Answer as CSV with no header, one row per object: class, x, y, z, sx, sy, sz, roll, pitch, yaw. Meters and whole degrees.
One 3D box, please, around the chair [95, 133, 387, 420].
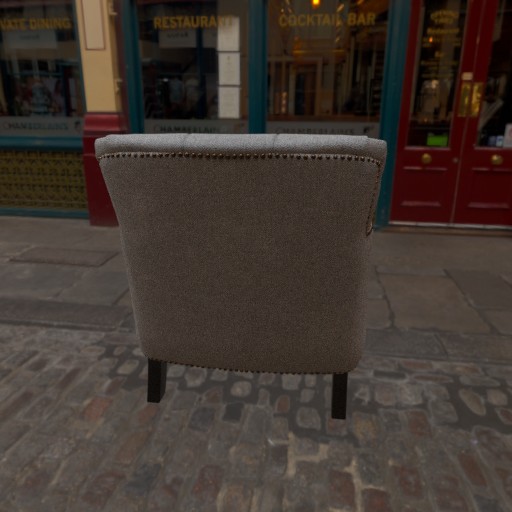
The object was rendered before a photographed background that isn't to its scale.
chair,0.000,0.000,1.506,0.737,0.823,0.902,2,17,8
